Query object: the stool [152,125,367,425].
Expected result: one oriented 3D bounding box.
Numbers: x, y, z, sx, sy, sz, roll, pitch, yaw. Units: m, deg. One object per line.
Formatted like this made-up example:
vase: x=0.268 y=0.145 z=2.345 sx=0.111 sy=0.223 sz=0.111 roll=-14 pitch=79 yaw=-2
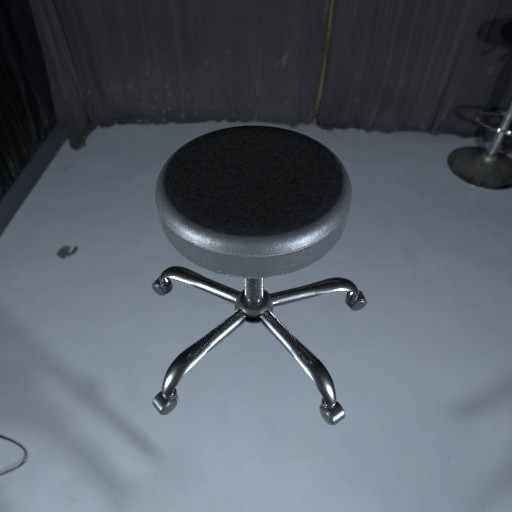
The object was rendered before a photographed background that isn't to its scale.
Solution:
stool: x=0.000 y=0.000 z=1.134 sx=0.673 sy=0.576 sz=0.638 roll=3 pitch=47 yaw=3
